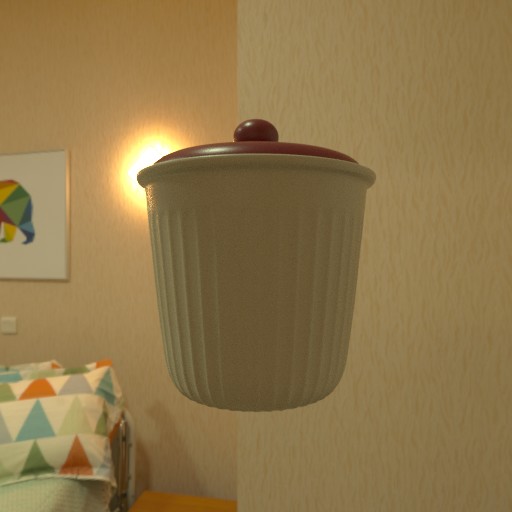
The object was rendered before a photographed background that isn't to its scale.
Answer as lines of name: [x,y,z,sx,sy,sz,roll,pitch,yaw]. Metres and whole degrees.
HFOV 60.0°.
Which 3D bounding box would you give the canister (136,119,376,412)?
canister: [0.000,0.000,0.345,0.181,0.211,0.181,0,0,0]
